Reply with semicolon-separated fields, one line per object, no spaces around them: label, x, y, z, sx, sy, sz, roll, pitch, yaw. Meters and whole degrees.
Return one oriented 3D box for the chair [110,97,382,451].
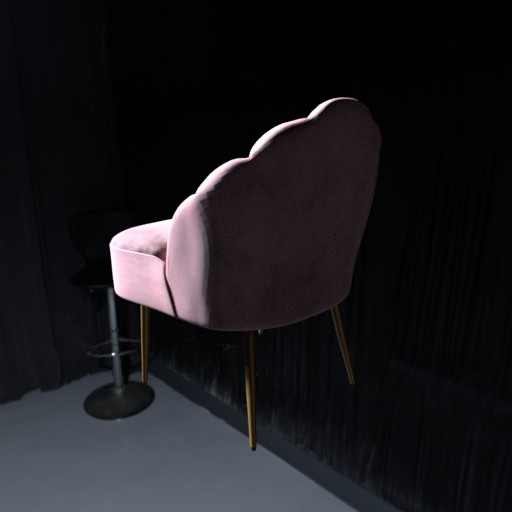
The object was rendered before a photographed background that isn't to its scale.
chair;0.000;0.000;1.259;0.657;0.819;0.599;-14;21;-41
